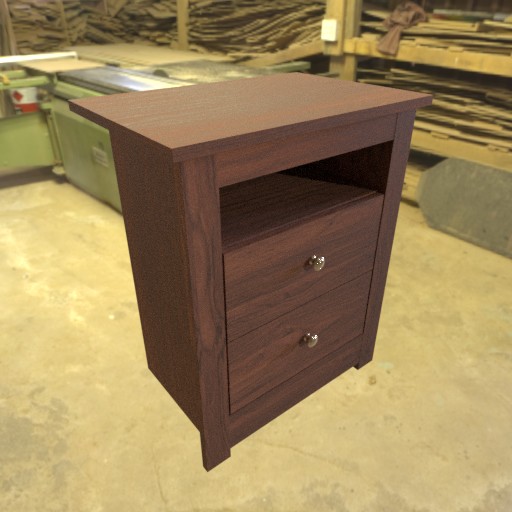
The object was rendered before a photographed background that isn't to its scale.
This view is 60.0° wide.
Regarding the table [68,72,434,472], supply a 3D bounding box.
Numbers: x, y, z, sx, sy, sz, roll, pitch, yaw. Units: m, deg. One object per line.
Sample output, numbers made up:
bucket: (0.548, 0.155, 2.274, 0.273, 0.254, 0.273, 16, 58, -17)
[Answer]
table: (0.000, 0.000, 1.039, 0.589, 0.711, 0.406, -22, 37, -32)
